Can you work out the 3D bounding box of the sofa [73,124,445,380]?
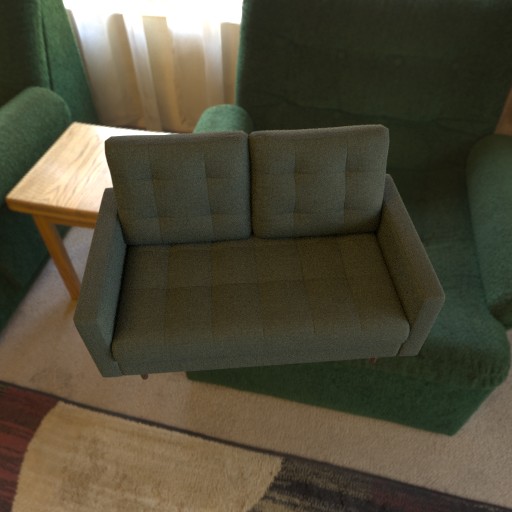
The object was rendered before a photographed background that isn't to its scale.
[{"bbox_3d":[0.000,0.000,1.986,1.407,0.907,0.842,-3,48,-3],"label":"sofa"}]
